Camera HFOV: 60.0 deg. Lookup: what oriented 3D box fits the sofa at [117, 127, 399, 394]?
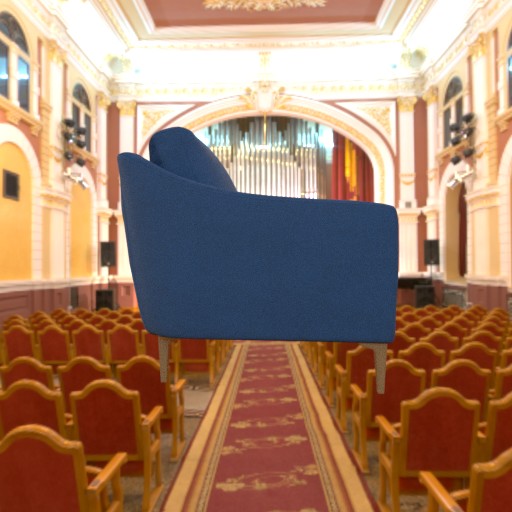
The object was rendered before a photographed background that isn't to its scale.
[{"bbox_3d":[0.000,0.000,2.175,0.960,0.902,1.619,0,-1,2],"label":"sofa"}]
